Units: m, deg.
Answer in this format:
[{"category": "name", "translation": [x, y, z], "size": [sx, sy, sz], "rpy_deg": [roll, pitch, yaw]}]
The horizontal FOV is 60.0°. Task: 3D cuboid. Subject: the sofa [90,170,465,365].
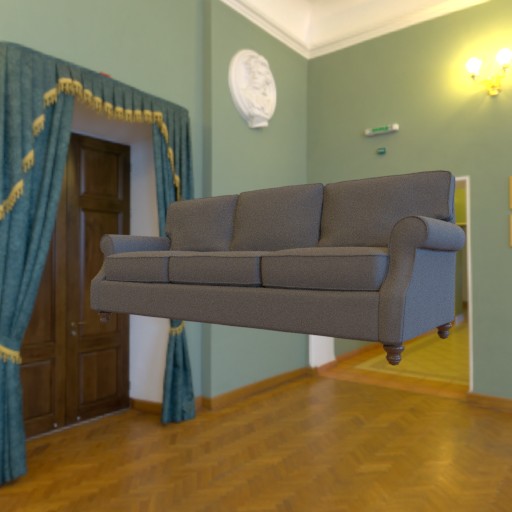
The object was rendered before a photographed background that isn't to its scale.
[{"category": "sofa", "translation": [0.000, 0.000, 2.816], "size": [2.353, 0.948, 0.966], "rpy_deg": [-1, -1, 37]}]
